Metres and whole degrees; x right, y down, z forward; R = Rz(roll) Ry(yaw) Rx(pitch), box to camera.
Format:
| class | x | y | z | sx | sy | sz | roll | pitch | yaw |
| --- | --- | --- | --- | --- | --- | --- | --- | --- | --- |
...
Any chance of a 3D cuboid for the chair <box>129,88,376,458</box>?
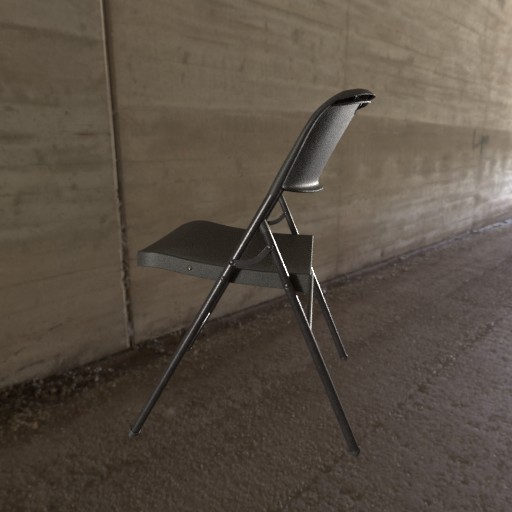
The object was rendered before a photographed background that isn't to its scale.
| class | x | y | z | sx | sy | sz | roll | pitch | yaw |
| --- | --- | --- | --- | --- | --- | --- | --- | --- | --- |
| chair | 0.000 | 0.000 | 1.179 | 0.566 | 0.810 | 0.494 | 2 | 14 | 8 |
